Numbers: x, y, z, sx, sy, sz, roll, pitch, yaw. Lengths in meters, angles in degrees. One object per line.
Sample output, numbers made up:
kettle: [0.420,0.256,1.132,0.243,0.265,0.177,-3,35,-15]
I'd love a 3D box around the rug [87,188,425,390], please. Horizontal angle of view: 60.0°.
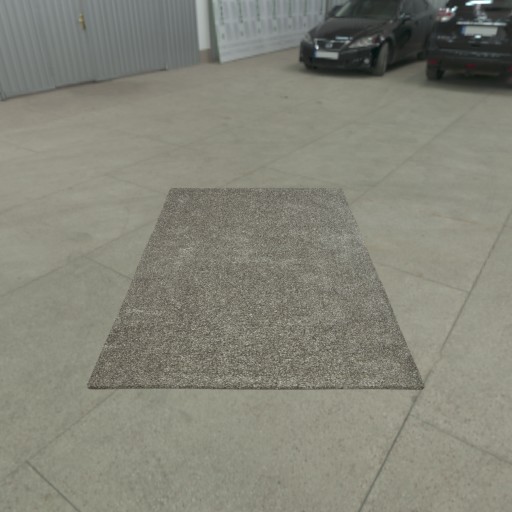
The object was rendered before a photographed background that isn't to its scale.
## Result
rug: [0.000,0.000,3.505,1.802,0.026,2.699,0,31,0]
